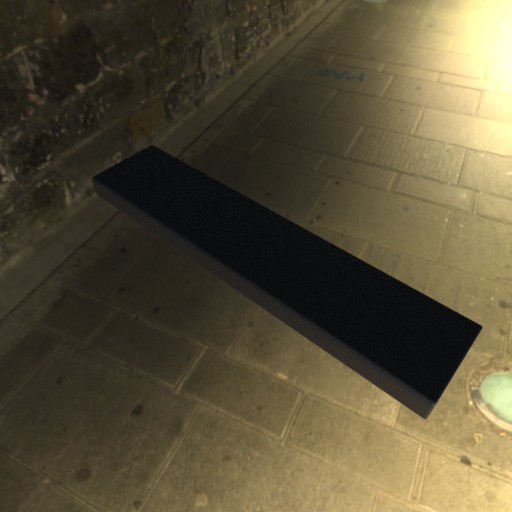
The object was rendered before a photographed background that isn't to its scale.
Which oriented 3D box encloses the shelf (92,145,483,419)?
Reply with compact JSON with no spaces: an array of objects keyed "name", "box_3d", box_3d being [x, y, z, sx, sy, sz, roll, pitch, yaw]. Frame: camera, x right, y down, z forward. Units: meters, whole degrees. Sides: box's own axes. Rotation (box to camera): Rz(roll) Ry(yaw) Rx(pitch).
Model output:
[{"name":"shelf","box_3d":[0.000,0.000,0.494,0.456,0.053,0.102,32,54,27]}]
